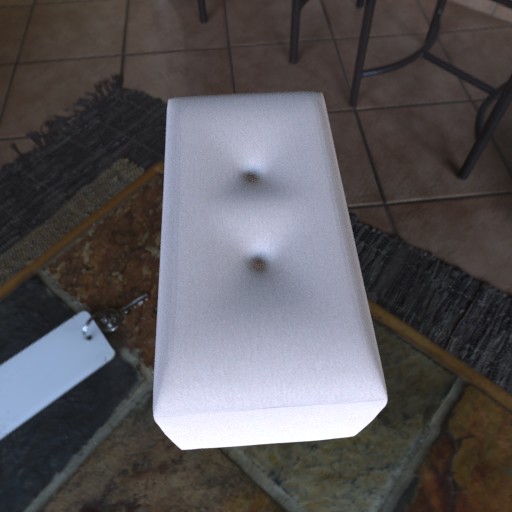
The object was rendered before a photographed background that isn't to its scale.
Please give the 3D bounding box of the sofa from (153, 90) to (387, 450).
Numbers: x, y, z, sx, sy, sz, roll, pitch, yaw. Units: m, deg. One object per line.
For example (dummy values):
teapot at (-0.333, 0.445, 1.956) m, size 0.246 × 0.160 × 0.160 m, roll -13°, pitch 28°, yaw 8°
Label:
sofa at (0.000, 0.000, 1.234) m, size 0.480 × 0.470 × 0.930 m, roll -3°, pitch 59°, yaw -2°
